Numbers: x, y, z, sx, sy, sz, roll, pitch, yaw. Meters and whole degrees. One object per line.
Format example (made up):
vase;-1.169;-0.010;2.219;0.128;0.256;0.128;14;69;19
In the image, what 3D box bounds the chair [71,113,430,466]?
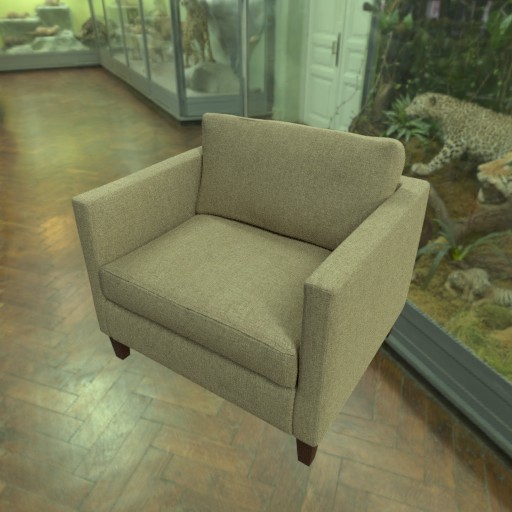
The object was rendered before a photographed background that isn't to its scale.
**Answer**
chair;0.000;0.000;1.855;1.107;0.987;0.959;19;36;28
